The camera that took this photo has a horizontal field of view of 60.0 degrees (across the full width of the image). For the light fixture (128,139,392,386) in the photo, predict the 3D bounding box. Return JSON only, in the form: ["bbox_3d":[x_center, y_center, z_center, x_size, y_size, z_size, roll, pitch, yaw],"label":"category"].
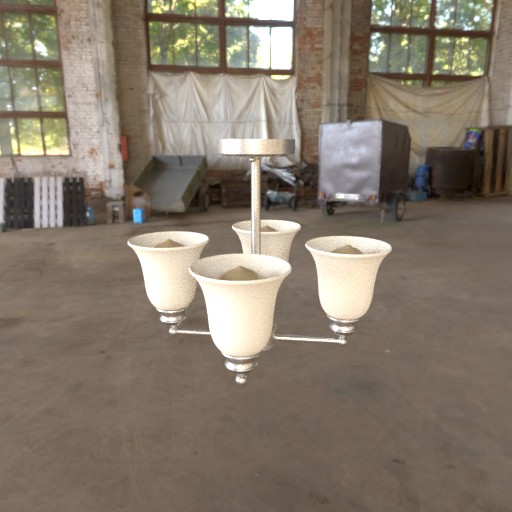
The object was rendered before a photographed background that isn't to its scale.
[{"bbox_3d":[0.000,0.000,0.727,0.427,0.370,0.427,2,15,8],"label":"light fixture"}]
